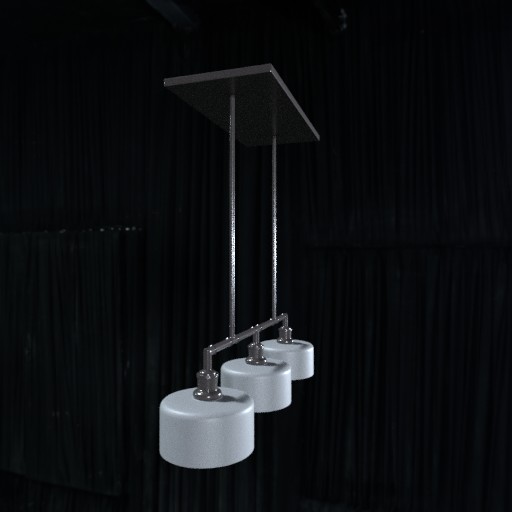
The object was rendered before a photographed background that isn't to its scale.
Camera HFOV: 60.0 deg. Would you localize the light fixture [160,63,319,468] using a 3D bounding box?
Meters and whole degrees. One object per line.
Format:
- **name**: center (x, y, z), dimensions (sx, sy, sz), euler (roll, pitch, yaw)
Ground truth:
- **light fixture**: center (0.000, 0.000, 0.857), dimensions (0.177, 0.557, 0.582), euler (0, -1, 18)
